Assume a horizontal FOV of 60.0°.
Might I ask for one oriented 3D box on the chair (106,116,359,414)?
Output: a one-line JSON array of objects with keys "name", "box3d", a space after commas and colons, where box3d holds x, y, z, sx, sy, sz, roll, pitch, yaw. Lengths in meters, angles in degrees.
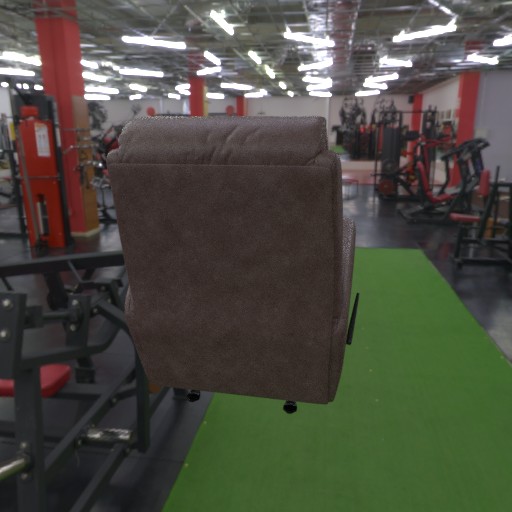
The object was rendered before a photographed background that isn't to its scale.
[{"name": "chair", "box3d": [0.000, 0.000, 1.821, 0.865, 1.067, 1.067, 3, 15, 11]}]
